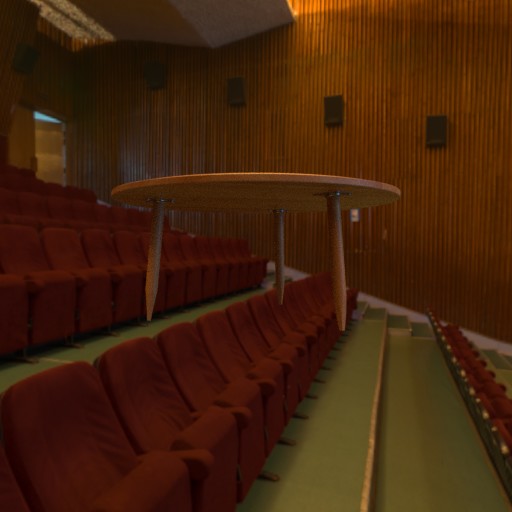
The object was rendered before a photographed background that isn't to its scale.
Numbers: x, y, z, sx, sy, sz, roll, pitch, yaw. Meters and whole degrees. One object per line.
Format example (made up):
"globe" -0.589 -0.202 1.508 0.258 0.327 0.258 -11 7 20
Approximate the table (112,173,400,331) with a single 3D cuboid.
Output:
"table" 0.000 0.000 1.455 0.900 0.400 0.900 0 1 0
